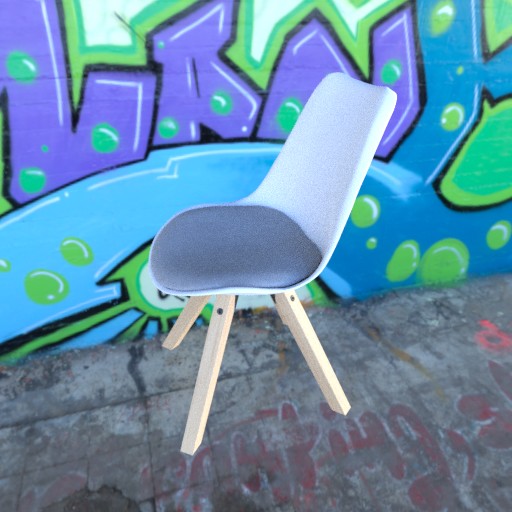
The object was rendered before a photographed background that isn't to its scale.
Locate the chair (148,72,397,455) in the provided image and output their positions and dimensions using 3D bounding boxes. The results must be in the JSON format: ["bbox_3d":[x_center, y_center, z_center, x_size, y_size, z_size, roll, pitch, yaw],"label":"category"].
[{"bbox_3d":[0.000,0.000,1.162,0.550,0.850,0.485,-9,31,-15],"label":"chair"}]
